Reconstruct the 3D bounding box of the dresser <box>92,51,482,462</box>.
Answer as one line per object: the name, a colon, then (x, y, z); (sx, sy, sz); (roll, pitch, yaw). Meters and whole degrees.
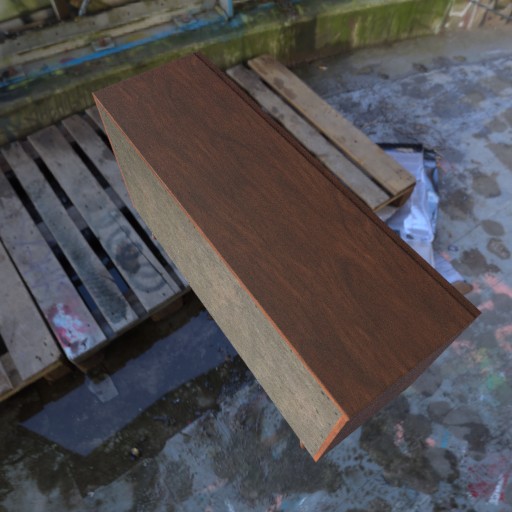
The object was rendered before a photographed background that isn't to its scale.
dresser: (0.000, 0.000, 1.826); (0.500, 0.889, 1.472); (-31, 62, -18)
